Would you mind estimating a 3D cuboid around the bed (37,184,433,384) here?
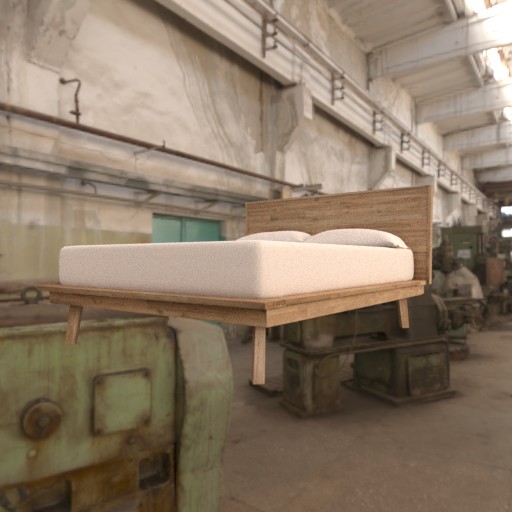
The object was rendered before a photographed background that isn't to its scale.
[{"bbox_3d":[0.000,0.000,3.025,1.759,1.071,2.145,0,0,37],"label":"bed"}]
